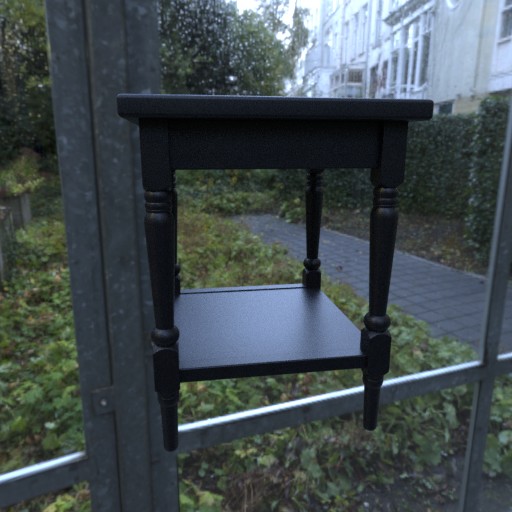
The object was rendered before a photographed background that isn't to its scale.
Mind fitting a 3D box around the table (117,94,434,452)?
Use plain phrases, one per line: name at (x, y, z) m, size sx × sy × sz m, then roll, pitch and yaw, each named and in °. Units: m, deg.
table at (0.000, 0.000, 0.903) m, size 0.442 × 0.565 × 0.488 m, roll -2°, pitch 14°, yaw -9°
